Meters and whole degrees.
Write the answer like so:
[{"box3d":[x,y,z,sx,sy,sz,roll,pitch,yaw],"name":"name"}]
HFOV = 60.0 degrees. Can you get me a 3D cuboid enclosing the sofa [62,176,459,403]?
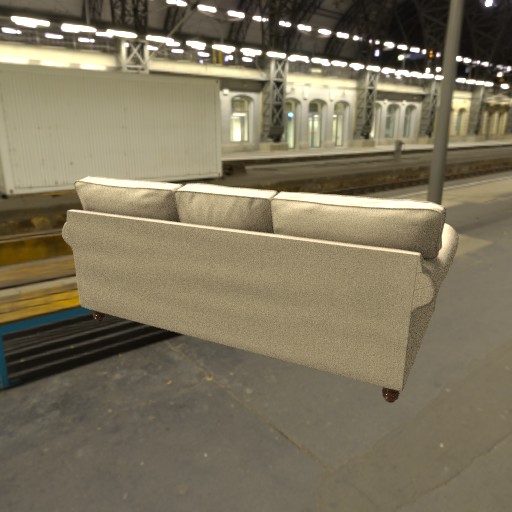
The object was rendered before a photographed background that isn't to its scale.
[{"box3d":[0.000,0.000,2.609,2.118,0.889,0.998,9,18,27],"name":"sofa"}]
